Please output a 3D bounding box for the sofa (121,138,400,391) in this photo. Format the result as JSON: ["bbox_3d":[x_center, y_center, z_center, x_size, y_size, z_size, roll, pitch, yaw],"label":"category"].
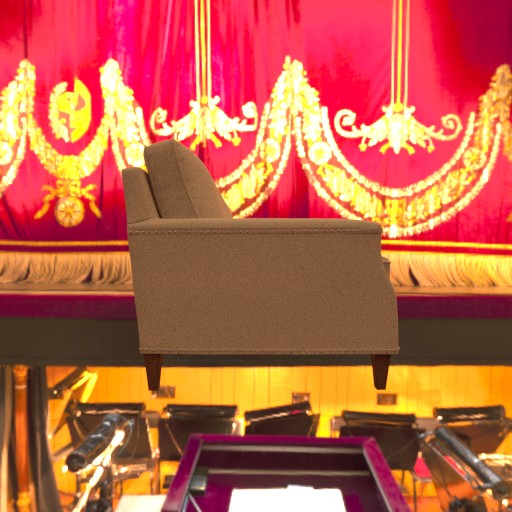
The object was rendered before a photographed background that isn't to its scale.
[{"bbox_3d":[0.000,0.000,2.775,1.084,1.003,2.246,0,1,-1],"label":"sofa"}]
